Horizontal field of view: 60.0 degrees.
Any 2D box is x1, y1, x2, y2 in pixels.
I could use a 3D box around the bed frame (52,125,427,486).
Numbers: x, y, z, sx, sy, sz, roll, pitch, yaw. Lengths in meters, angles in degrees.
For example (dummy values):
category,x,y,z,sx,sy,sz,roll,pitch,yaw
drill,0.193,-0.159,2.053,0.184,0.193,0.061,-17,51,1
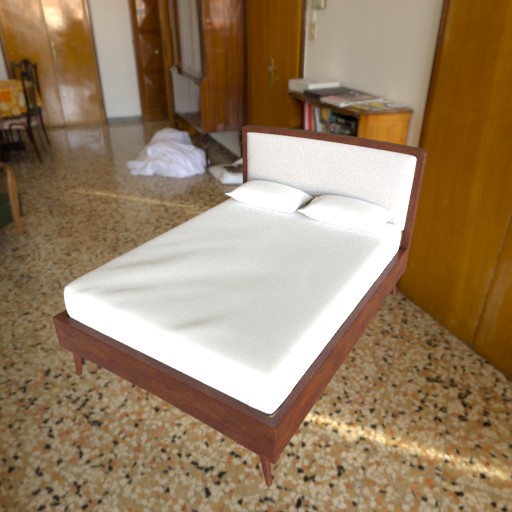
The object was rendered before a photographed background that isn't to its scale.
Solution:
category,x,y,z,sx,sy,sz,roll,pitch,yaw
bed frame,0.000,0.000,3.081,1.587,1.279,2.171,17,32,28
